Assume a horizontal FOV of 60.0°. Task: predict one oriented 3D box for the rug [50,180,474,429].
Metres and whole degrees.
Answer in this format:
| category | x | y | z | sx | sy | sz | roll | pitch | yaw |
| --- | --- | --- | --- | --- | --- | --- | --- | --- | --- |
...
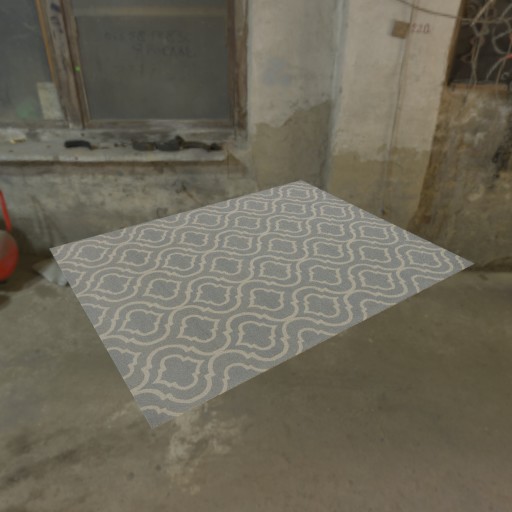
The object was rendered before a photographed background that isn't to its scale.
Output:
| category | x | y | z | sx | sy | sz | roll | pitch | yaw |
| --- | --- | --- | --- | --- | --- | --- | --- | --- | --- |
| rug | 0.000 | 0.000 | 3.842 | 2.892 | 0.006 | 2.283 | -20 | 36 | -29 |
